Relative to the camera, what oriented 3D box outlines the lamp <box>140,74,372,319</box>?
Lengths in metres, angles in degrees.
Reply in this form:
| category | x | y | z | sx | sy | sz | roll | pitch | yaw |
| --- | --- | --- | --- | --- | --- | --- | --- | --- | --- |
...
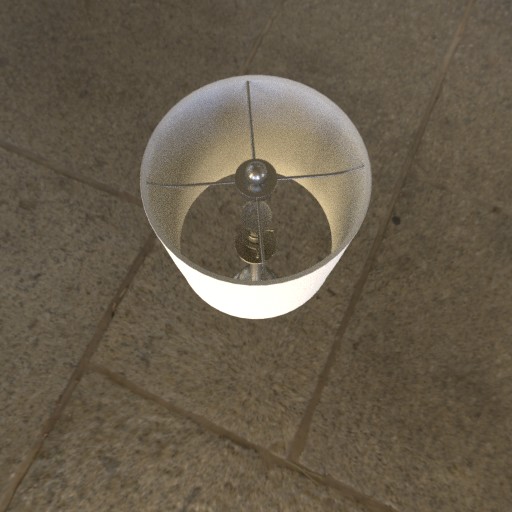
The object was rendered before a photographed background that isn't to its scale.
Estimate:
| category | x | y | z | sx | sy | sz | roll | pitch | yaw |
| --- | --- | --- | --- | --- | --- | --- | --- | --- | --- |
| lamp | 0.000 | 0.000 | 0.805 | 0.254 | 0.690 | 0.254 | -5 | 74 | -1 |
